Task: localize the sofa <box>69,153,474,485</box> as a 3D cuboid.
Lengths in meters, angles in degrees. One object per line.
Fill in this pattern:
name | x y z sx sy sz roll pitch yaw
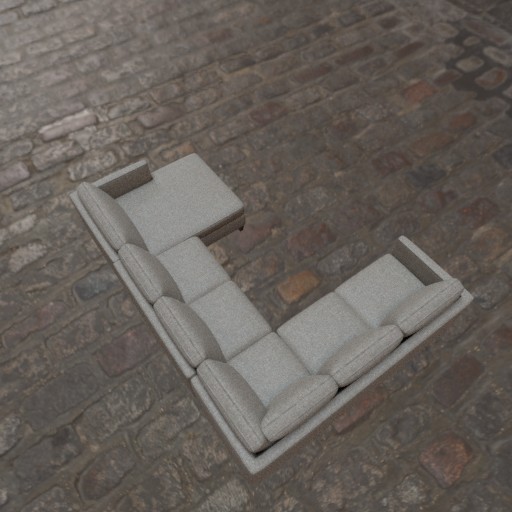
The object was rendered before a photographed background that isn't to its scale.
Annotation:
sofa | 0.000 0.000 4.594 2.551 0.889 3.403 -31 62 -19
